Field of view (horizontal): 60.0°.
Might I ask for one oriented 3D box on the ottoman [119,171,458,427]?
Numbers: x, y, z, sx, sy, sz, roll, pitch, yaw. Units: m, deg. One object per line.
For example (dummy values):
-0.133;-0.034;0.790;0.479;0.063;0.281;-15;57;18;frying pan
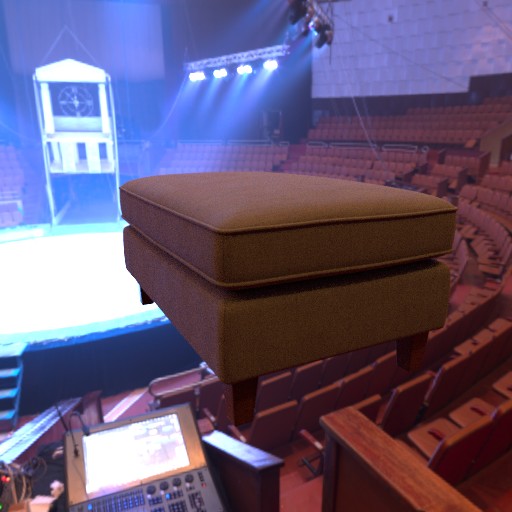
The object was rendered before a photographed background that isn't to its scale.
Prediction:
0.000;0.000;1.337;0.636;0.480;0.941;-7;16;-27;ottoman
